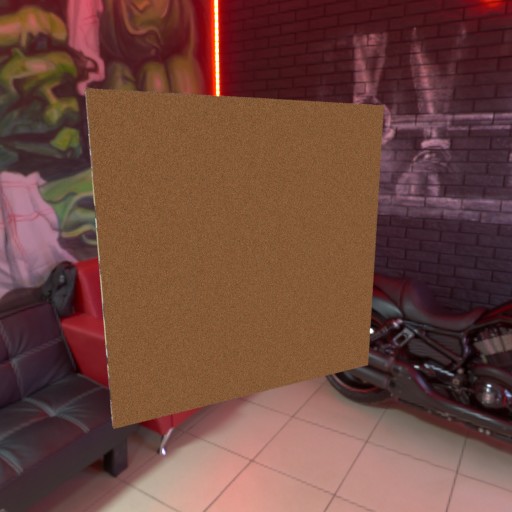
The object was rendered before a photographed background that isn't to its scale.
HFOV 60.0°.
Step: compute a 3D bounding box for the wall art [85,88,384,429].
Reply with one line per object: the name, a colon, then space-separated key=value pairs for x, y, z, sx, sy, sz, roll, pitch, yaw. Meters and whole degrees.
wall art: x=0.000 y=0.000 z=0.603 sx=0.404 sy=0.406 sz=0.010 roll=-6 pitch=14 yaw=-25
